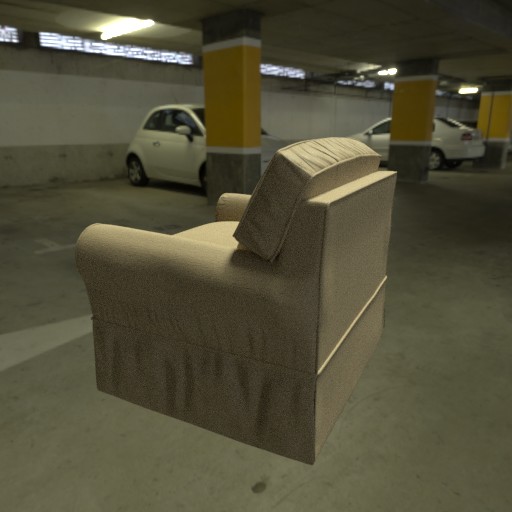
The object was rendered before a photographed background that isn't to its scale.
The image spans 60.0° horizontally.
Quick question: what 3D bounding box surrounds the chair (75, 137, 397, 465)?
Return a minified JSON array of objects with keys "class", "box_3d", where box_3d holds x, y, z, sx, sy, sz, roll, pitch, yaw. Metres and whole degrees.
[{"class":"chair","box_3d":[0.000,0.000,1.804,0.903,0.937,1.096,8,18,26]}]
